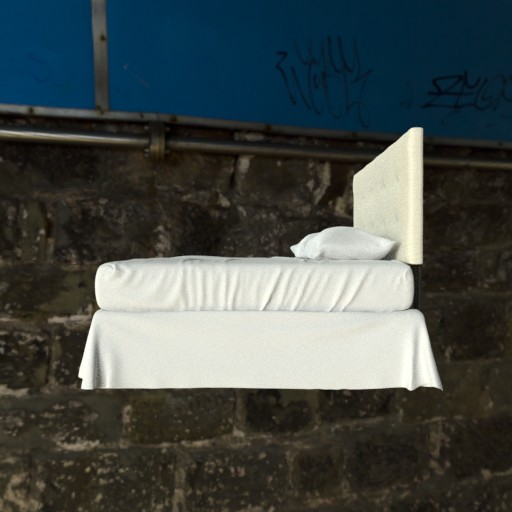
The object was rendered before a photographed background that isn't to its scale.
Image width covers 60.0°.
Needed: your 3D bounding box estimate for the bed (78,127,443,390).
[{"bbox_3d":[0.000,0.000,3.495,2.222,1.577,1.936,0,0,1],"label":"bed"}]
